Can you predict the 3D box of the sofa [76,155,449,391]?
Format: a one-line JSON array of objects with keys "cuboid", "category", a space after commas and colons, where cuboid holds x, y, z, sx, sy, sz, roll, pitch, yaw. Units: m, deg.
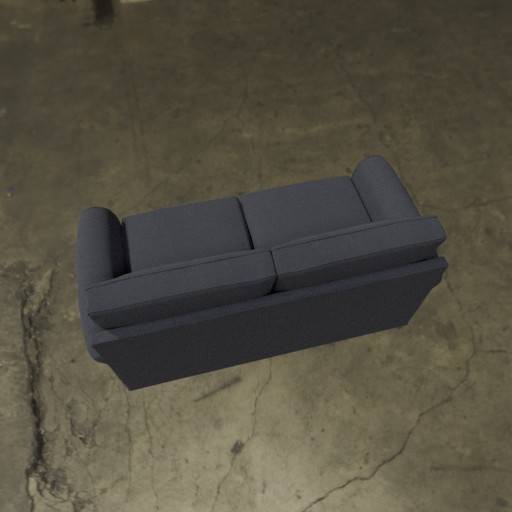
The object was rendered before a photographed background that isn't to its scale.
[{"cuboid": [0.000, 0.000, 2.625, 2.009, 1.031, 0.951, -12, 59, -7], "category": "sofa"}]
